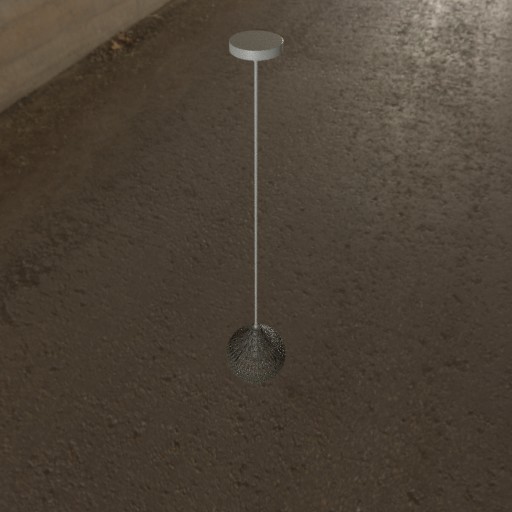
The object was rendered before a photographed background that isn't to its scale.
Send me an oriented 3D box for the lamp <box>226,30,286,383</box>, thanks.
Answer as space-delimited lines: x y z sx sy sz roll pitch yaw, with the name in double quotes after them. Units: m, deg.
0.000 0.000 2.059 0.355 1.919 0.355 -11 47 -10 "lamp"
